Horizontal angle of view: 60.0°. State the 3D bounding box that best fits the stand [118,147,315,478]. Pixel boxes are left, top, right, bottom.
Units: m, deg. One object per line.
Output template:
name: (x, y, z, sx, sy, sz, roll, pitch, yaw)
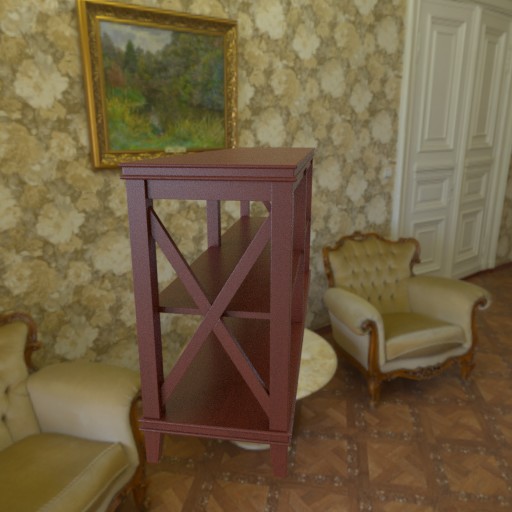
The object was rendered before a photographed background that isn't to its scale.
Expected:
stand: (0.000, 0.000, 1.669, 0.381, 0.762, 1.372, 2, 15, 9)
